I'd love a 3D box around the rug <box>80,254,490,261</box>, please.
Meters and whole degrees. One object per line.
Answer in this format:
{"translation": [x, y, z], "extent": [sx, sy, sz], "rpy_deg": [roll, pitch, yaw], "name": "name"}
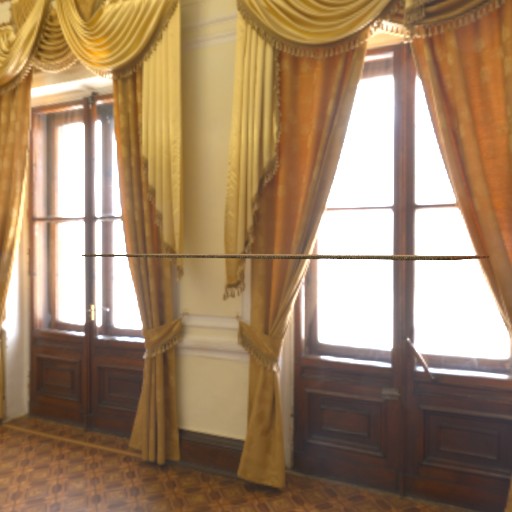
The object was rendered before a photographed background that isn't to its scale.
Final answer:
{"translation": [0.000, 0.000, 2.671], "extent": [2.413, 0.016, 0.810], "rpy_deg": [0, 1, 36], "name": "rug"}
